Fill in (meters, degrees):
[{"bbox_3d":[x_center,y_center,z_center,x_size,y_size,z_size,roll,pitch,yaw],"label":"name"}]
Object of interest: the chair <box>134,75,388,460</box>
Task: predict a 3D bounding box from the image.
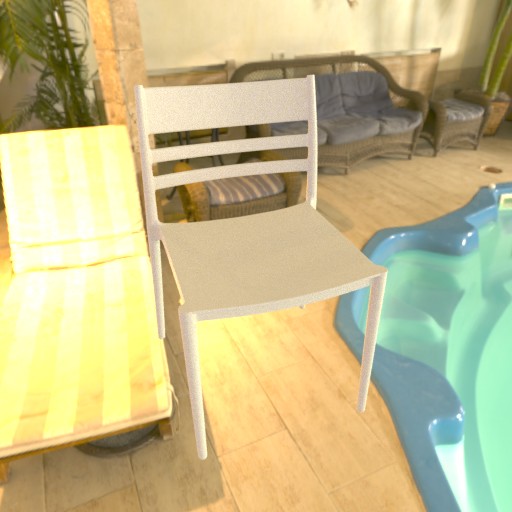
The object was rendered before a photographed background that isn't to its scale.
[{"bbox_3d":[0.000,0.000,1.154,0.531,0.800,0.511,-10,33,-16],"label":"chair"}]
